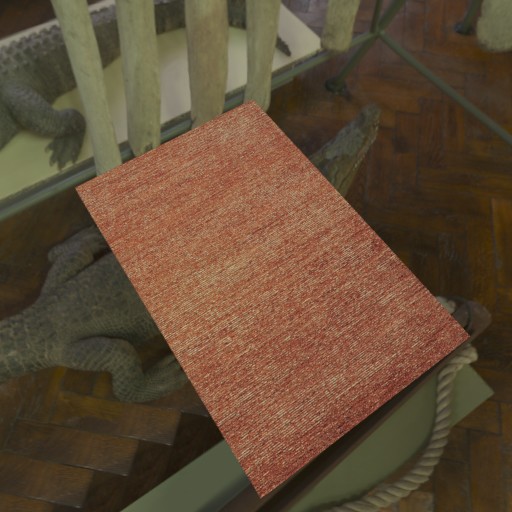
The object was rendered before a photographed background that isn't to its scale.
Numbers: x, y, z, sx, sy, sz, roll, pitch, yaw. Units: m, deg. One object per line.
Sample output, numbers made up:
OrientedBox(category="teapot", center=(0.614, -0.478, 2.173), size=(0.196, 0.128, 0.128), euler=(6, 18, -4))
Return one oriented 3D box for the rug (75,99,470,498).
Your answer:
OrientedBox(category="rug", center=(0.000, 0.000, 2.168), size=(1.139, 0.011, 1.747), euler=(-31, 67, -15))
